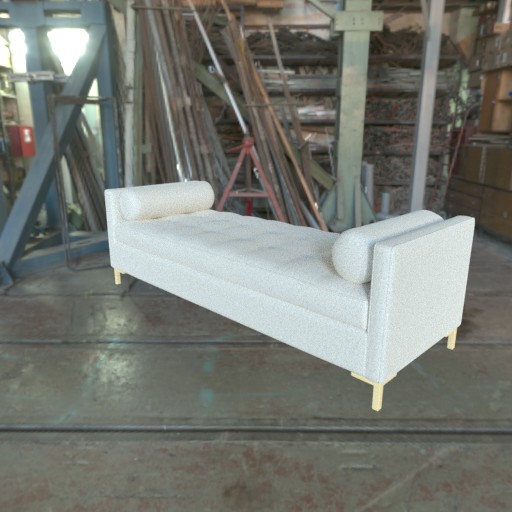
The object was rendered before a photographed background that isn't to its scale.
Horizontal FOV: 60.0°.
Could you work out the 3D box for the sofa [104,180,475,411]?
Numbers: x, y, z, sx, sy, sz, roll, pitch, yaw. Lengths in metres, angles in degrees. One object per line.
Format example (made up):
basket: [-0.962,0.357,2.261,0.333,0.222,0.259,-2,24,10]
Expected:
sofa: [0.000,0.000,2.421,0.746,0.641,1.985,-15,22,-43]
